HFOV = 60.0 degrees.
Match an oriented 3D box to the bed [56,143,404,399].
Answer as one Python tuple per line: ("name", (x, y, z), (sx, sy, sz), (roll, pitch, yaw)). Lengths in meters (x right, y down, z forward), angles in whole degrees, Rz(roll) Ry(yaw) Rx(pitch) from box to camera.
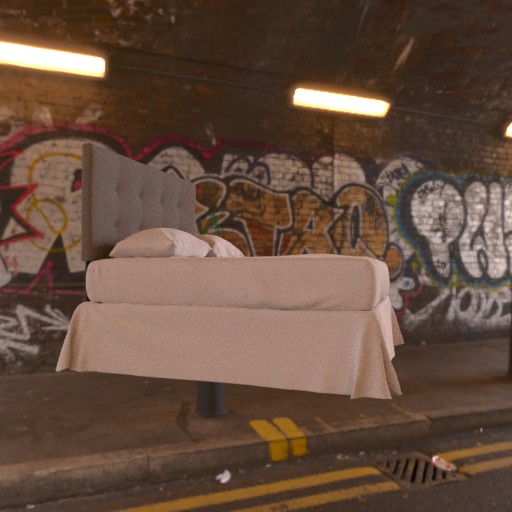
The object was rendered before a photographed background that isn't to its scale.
("bed", (0.000, 0.000, 3.536), (2.222, 1.577, 1.936), (0, -1, 19))
